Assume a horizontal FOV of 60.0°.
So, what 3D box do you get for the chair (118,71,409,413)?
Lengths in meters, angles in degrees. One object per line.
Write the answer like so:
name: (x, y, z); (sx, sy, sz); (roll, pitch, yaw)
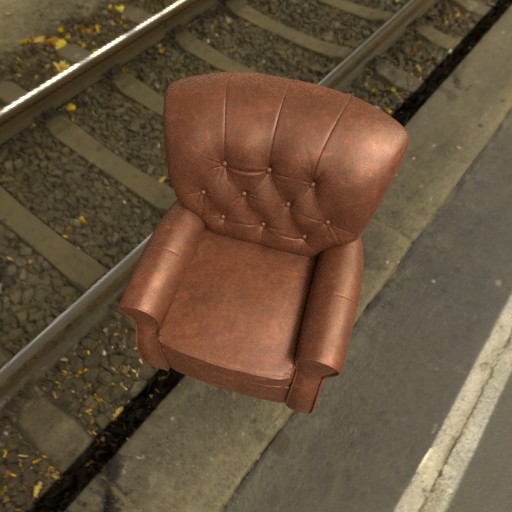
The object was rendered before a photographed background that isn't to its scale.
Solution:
chair: (0.000, 0.000, 1.971); (0.979, 1.162, 1.031); (15, 59, 9)
